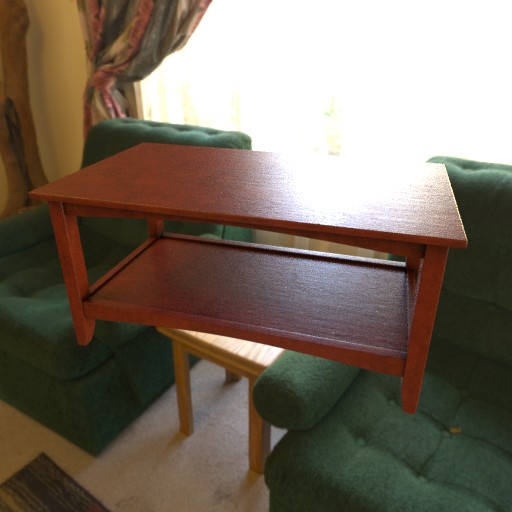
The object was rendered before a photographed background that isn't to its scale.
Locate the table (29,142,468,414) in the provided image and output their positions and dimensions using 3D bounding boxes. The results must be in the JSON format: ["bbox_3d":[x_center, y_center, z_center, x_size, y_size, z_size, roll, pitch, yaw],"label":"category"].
[{"bbox_3d":[0.000,0.000,1.235,0.943,0.456,0.533,8,28,15],"label":"table"}]
